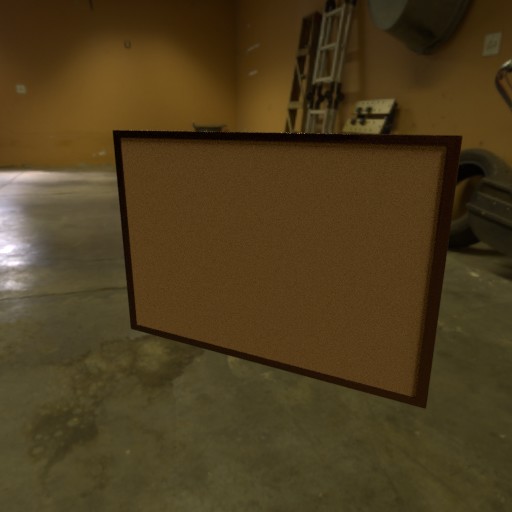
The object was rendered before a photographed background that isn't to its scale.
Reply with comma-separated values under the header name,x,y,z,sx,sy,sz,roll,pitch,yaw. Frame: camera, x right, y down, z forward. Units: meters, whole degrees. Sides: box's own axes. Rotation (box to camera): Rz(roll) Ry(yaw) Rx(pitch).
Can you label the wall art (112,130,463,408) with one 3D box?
name,x,y,z,sx,sy,sz,roll,pitch,yaw
wall art,0.000,0.000,1.040,0.816,0.559,0.014,9,19,26
